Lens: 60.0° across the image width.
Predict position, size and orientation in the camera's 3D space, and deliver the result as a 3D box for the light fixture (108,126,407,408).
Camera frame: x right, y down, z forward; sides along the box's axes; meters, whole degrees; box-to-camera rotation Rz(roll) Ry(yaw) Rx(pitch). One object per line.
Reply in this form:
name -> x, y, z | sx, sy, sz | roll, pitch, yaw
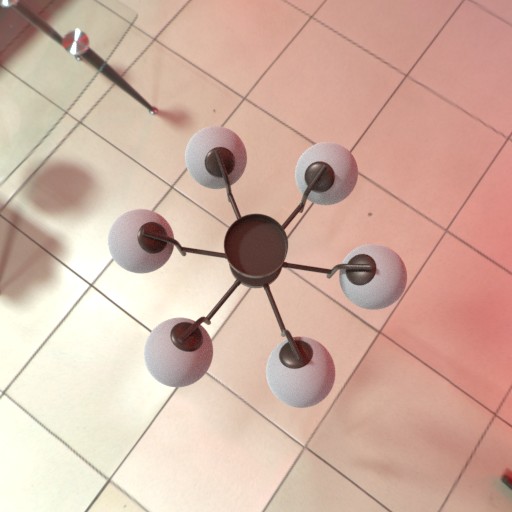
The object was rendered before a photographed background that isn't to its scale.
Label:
light fixture -> 0.000, 0.000, 0.956 | 0.662, 0.201, 0.662 | 0, 77, 0
